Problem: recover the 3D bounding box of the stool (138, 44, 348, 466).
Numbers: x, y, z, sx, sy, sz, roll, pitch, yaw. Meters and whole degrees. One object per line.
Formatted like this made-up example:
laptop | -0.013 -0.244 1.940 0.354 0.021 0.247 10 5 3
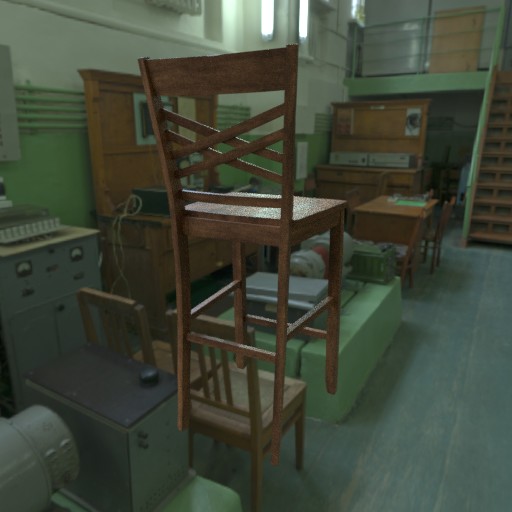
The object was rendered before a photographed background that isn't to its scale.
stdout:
stool | 0.000 0.000 1.370 0.433 1.105 0.487 8 18 26
